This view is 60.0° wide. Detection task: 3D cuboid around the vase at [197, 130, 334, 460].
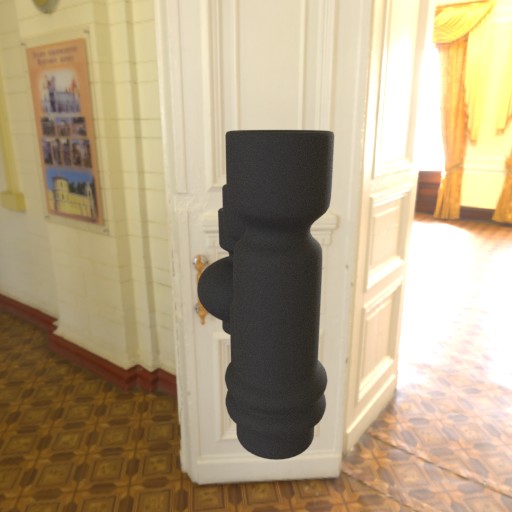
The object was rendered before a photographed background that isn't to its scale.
[{"bbox_3d":[0.000,0.000,0.449,0.120,0.249,0.307,-2,17,-8],"label":"vase"}]
